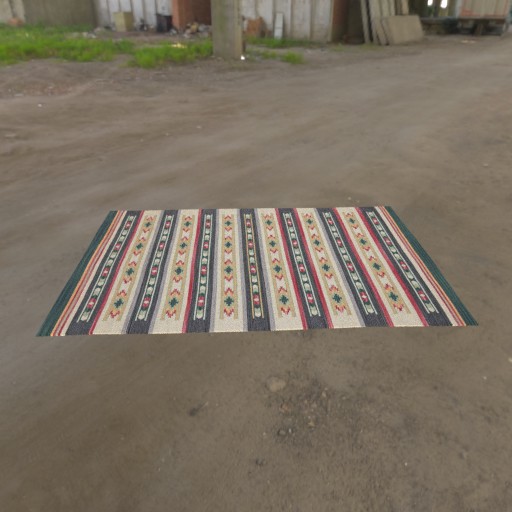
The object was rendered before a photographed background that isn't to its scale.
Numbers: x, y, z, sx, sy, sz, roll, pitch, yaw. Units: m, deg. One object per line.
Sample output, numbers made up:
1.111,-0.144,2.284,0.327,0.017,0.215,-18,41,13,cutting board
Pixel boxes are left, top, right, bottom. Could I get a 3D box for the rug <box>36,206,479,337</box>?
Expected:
0.000,0.000,2.339,1.825,0.009,1.221,-1,30,-2,rug
